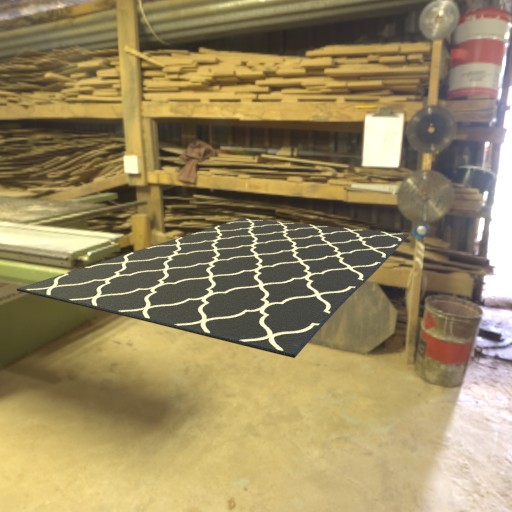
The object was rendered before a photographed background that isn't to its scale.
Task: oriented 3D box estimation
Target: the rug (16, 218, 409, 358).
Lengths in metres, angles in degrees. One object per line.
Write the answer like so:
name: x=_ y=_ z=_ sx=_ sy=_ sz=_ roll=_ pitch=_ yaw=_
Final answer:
rug: x=0.000 y=0.000 z=2.861 sx=1.528 sy=0.014 sz=2.294 roll=8 pitch=17 yaw=27
